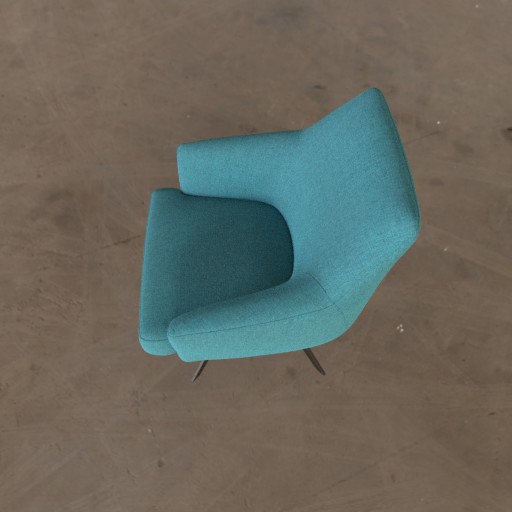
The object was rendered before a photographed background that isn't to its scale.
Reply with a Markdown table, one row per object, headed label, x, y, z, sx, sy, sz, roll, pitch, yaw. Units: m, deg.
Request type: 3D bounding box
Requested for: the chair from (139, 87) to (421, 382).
| label | x | y | z | sx | sy | sz | roll | pitch | yaw |
| --- | --- | --- | --- | --- | --- | --- | --- | --- | --- |
| chair | 0.000 | 0.000 | 1.336 | 0.677 | 0.874 | 0.642 | -3 | 59 | -2 |
